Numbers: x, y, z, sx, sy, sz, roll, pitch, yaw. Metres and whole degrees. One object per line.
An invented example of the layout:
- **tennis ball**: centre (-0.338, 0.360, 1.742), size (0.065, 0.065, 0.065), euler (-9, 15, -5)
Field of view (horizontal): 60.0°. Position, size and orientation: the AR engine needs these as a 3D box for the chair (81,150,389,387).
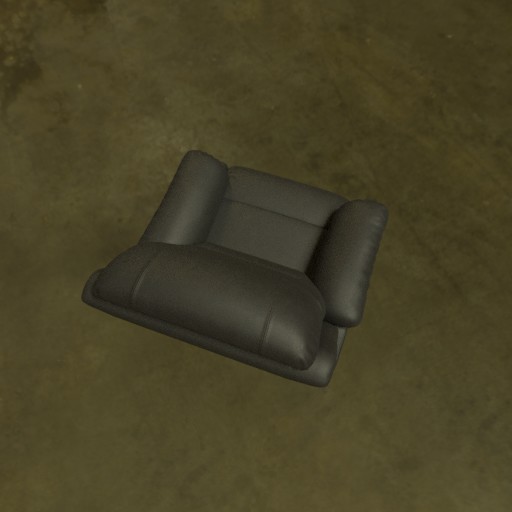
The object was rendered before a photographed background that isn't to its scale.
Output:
- **chair**: centre (0.000, 0.000, 1.652), size (0.855, 0.992, 0.919), euler (18, 65, 9)
